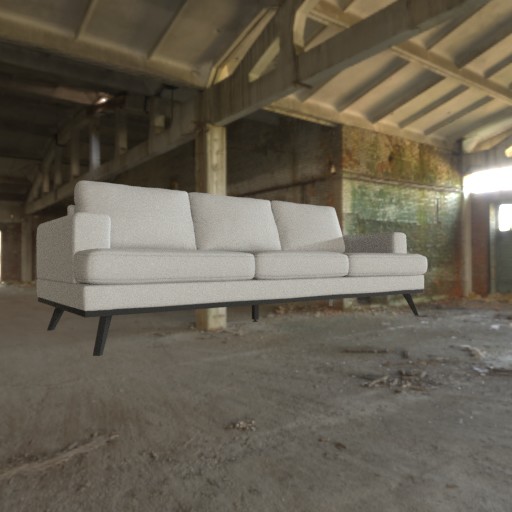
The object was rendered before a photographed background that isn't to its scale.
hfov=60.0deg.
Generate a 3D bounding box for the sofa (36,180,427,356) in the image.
[{"bbox_3d":[0.000,0.000,2.735,2.310,0.810,0.920,1,-1,-37],"label":"sofa"}]
